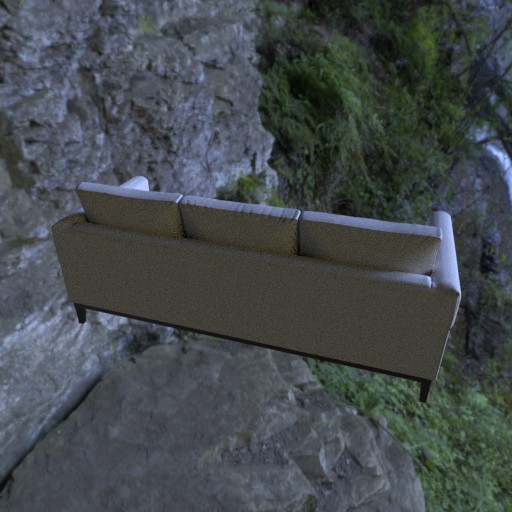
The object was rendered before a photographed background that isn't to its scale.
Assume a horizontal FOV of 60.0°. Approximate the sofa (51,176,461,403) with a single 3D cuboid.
[{"bbox_3d":[0.000,0.000,2.697,2.198,0.911,0.902,9,30,16],"label":"sofa"}]
